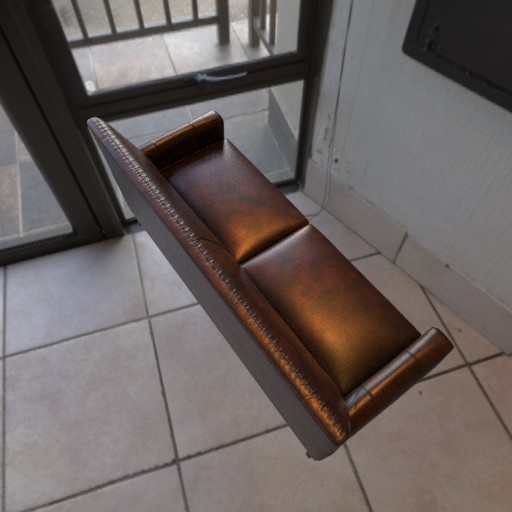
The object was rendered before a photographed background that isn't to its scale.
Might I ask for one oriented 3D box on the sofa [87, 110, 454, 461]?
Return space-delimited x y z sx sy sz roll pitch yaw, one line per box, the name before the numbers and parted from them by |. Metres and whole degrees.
sofa | 0.000 0.000 2.395 0.786 0.871 1.995 -31 62 -19
